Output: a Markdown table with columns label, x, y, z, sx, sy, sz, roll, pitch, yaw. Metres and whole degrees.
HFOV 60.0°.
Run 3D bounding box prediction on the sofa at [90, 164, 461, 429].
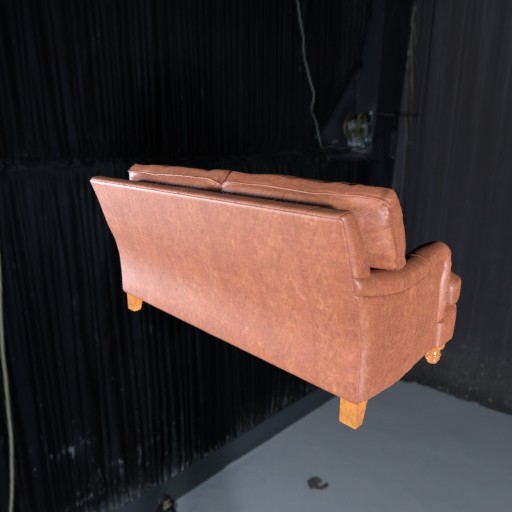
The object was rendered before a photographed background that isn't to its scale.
| label | x | y | z | sx | sy | sz | roll | pitch | yaw |
| --- | --- | --- | --- | --- | --- | --- | --- | --- | --- |
| sofa | 0.000 | 0.000 | 2.771 | 1.147 | 1.071 | 2.144 | -15 | 21 | -43 |
